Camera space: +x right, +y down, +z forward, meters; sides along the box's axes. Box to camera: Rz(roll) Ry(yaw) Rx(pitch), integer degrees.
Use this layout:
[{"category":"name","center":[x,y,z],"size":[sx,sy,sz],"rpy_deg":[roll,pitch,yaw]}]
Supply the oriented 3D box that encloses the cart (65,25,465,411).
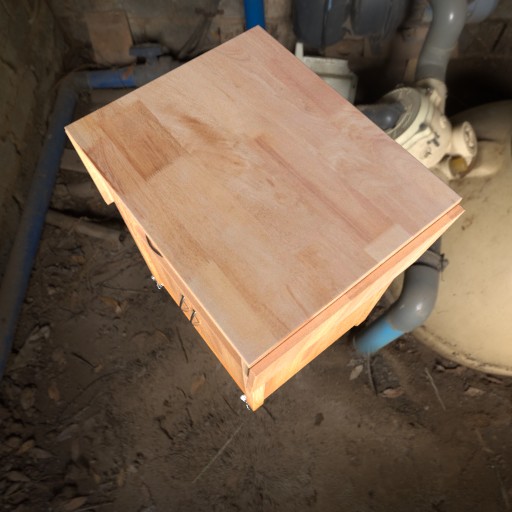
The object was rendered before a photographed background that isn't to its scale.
[{"category":"cart","center":[0.000,0.000,1.230],"size":[0.508,0.838,0.640],"rpy_deg":[-35,69,-16]}]
